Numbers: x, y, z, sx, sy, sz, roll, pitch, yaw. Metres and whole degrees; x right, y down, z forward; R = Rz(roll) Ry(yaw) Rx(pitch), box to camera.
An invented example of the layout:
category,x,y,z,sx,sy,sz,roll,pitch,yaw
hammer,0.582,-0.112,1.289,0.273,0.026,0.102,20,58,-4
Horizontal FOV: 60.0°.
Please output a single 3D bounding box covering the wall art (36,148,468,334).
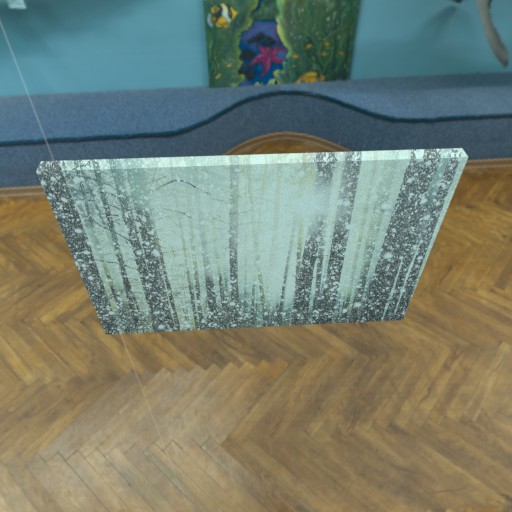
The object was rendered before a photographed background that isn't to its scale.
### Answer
category,x,y,z,sx,sy,sz,roll,pitch,yaw
wall art,0.000,0.000,1.169,0.919,0.598,0.038,-2,46,-2
